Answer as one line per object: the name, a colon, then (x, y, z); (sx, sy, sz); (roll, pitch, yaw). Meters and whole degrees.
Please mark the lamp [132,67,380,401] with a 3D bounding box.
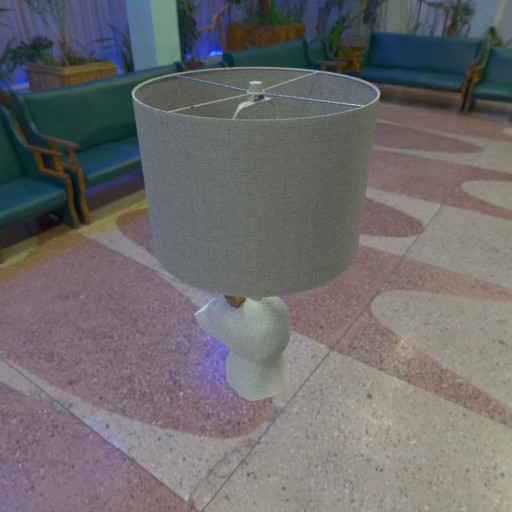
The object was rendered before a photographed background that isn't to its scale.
lamp: (0.000, 0.000, 0.678); (0.298, 0.503, 0.298); (23, 38, 31)
